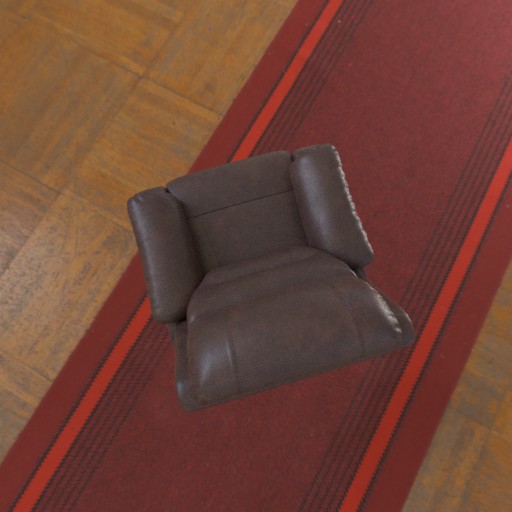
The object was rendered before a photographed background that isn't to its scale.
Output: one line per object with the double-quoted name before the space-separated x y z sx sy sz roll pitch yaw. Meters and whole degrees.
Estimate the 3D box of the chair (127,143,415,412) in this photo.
"chair" 0.000 0.000 1.693 0.855 0.992 0.919 -16 77 -4
